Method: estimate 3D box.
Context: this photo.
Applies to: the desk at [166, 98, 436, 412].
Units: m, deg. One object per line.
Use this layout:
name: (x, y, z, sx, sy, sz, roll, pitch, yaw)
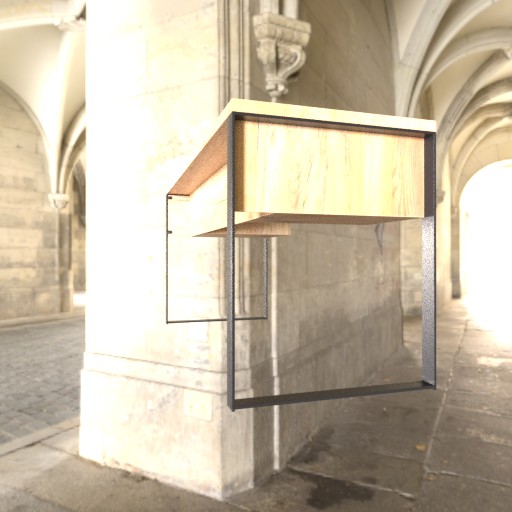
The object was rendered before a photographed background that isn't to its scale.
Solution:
desk: (0.000, 0.000, 1.888, 0.600, 0.760, 1.520, 0, 0, -17)
